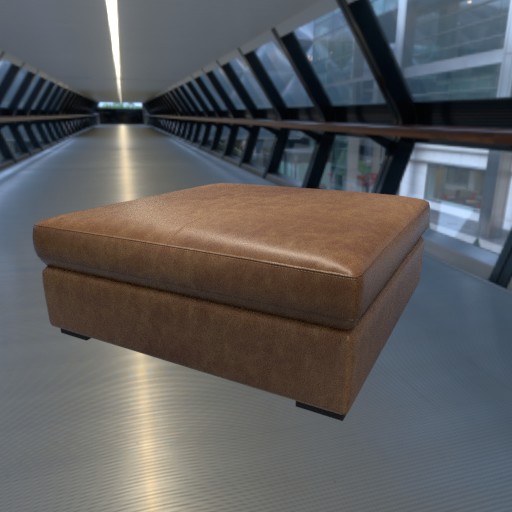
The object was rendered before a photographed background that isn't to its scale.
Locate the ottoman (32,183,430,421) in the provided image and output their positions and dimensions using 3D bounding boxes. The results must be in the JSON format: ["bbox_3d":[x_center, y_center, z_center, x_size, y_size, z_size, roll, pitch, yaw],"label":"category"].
[{"bbox_3d":[0.000,0.000,1.812,1.169,0.483,1.168,9,19,27],"label":"ottoman"}]
